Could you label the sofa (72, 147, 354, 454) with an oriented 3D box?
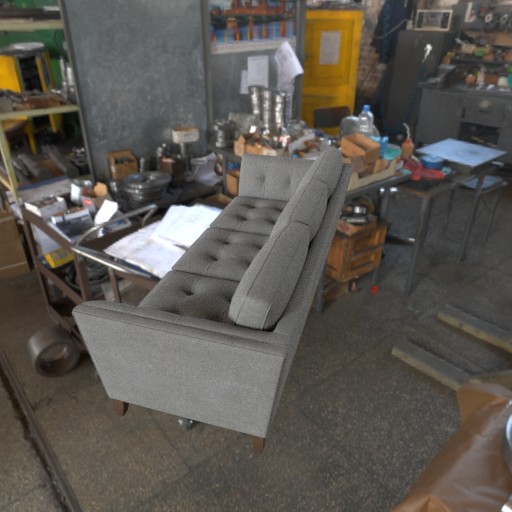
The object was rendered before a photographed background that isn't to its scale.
[{"bbox_3d":[0.000,0.000,2.940,0.965,0.940,2.387,9,31,15],"label":"sofa"}]
